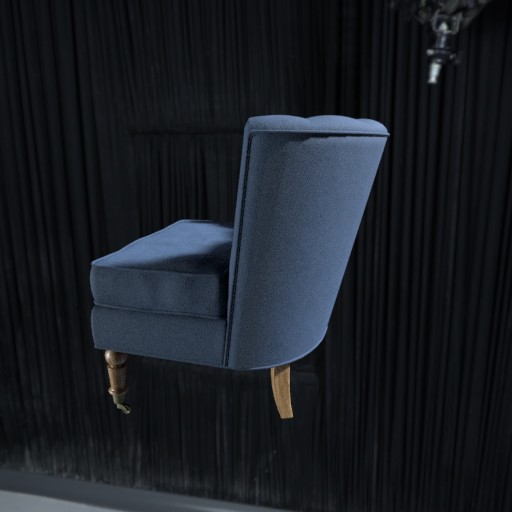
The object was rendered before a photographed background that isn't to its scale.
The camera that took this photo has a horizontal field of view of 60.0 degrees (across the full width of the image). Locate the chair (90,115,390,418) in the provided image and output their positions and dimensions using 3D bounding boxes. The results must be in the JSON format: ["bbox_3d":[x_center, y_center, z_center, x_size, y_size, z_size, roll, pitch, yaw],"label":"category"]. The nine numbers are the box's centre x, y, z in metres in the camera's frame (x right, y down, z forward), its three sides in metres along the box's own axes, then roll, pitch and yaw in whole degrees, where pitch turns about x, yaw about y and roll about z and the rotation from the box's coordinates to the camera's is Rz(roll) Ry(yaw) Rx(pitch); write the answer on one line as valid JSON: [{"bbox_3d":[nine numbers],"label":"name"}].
[{"bbox_3d":[0.000,0.000,1.326,0.718,0.771,0.740,3,14,11],"label":"chair"}]
